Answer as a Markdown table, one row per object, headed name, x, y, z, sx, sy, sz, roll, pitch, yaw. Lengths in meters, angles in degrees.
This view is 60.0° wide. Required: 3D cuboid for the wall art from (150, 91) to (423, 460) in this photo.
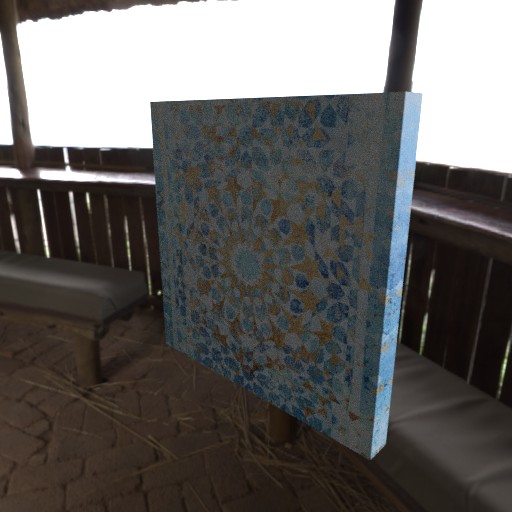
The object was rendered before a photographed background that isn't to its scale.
| name | x | y | z | sx | sy | sz | roll | pitch | yaw |
| --- | --- | --- | --- | --- | --- | --- | --- | --- | --- |
| wall art | 0.000 | 0.000 | 0.603 | 0.405 | 0.405 | 0.037 | 16 | 24 | 41 |
